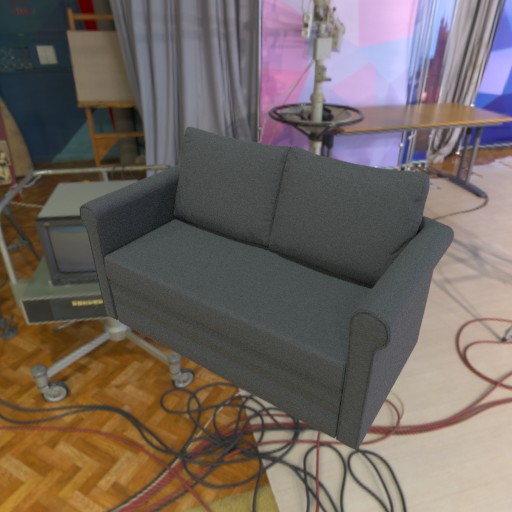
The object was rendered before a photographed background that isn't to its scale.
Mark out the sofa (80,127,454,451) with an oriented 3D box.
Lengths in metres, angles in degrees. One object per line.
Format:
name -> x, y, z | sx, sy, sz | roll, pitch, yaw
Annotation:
sofa -> 0.000, 0.000, 1.989 | 1.460, 0.872, 0.741 | 20, 36, 29
